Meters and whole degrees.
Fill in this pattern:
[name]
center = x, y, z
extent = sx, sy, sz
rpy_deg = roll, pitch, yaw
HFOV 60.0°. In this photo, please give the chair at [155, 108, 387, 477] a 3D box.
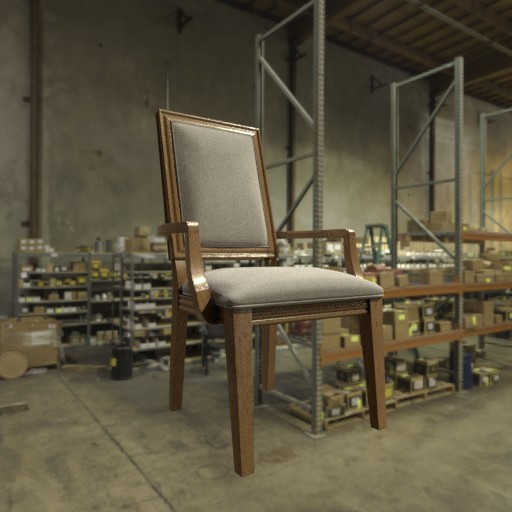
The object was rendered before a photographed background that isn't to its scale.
[chair]
center = 0.000, 0.000, 1.380
extent = 0.606, 0.990, 0.602
rpy_deg = 0, 0, -35
